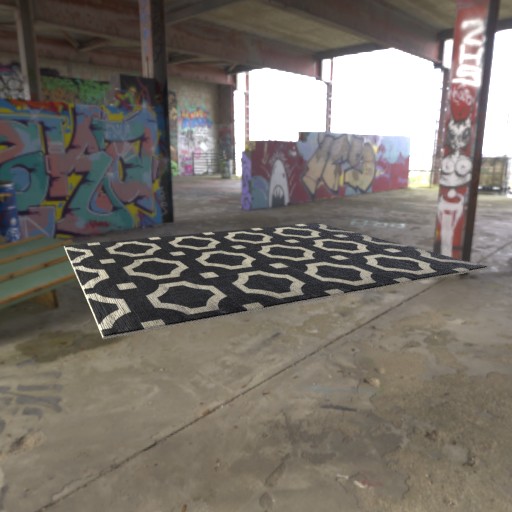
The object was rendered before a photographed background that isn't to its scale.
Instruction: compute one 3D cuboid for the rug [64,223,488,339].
[{"bbox_3d":[0.000,0.000,4.041,3.049,0.021,2.466,-7,15,-26],"label":"rug"}]
